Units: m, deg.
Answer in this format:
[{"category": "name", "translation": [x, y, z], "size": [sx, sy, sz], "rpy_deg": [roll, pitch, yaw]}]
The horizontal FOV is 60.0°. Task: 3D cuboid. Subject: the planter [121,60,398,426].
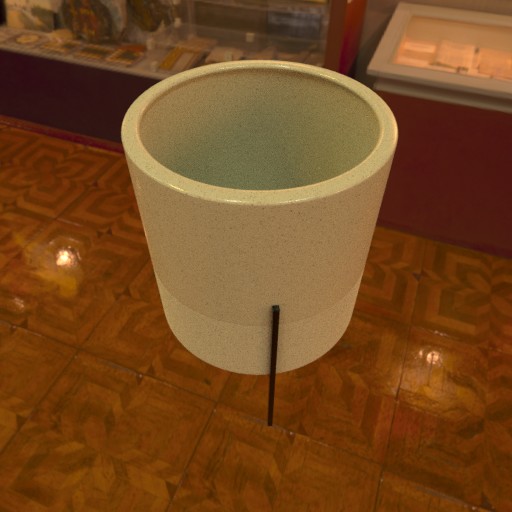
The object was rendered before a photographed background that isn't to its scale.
[{"category": "planter", "translation": [0.000, 0.000, 0.684], "size": [0.323, 0.475, 0.314], "rpy_deg": [18, 49, 16]}]
